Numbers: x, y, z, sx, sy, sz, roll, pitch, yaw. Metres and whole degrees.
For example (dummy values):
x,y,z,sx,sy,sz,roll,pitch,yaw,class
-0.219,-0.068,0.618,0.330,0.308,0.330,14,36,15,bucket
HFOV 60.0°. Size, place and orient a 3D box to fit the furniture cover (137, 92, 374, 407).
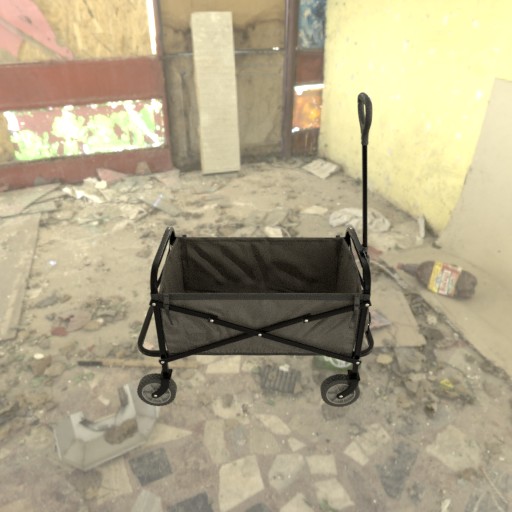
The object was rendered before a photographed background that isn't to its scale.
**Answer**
x,y,z,sx,sy,sz,roll,pitch,yaw,class
0.000,0.000,1.846,1.038,1.295,0.532,0,31,0,furniture cover
